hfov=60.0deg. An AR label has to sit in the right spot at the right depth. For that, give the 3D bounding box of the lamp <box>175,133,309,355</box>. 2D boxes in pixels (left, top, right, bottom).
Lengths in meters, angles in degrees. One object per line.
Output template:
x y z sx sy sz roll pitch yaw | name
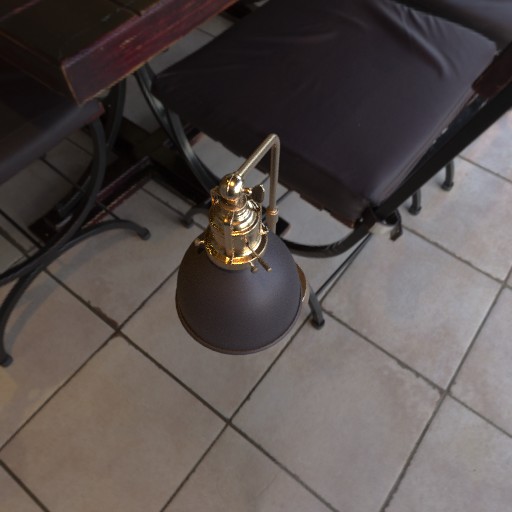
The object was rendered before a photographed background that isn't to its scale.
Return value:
0.000 0.000 0.599 0.160 0.456 0.291 16 60 10 | lamp
